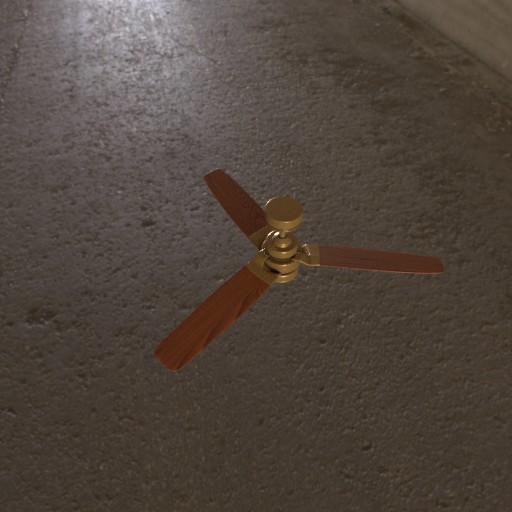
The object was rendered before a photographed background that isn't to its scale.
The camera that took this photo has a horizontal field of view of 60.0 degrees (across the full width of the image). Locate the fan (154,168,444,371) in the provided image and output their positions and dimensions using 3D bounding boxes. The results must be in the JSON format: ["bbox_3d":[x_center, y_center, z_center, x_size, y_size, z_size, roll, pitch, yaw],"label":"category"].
[{"bbox_3d":[0.000,0.000,2.081,1.416,0.425,1.271,32,55,26],"label":"fan"}]
